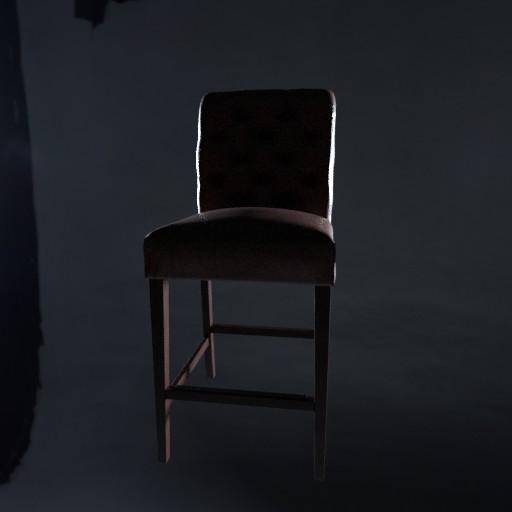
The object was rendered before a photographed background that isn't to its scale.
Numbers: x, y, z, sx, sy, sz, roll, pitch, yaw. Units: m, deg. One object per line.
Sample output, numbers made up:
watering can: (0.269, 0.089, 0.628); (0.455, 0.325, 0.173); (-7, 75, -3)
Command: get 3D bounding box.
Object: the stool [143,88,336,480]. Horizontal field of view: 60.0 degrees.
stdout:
stool: (0.000, 0.000, 1.411); (0.486, 1.084, 0.660); (2, 12, 9)
